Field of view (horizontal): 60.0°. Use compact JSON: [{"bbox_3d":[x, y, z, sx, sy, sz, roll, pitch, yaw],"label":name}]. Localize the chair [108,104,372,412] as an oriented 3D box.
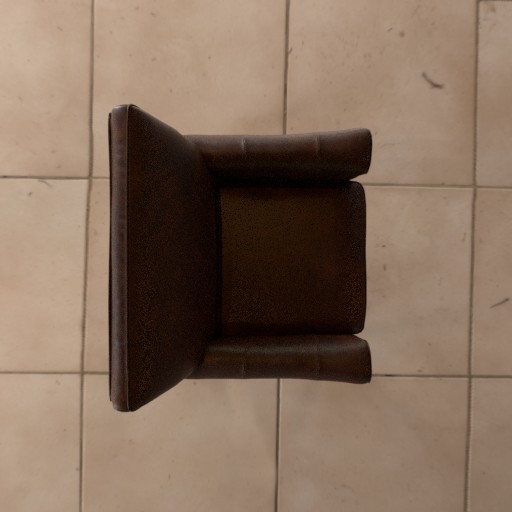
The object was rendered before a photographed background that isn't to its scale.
[{"bbox_3d":[0.000,0.000,1.635,0.823,0.943,0.870,0,90,-2],"label":"chair"}]
